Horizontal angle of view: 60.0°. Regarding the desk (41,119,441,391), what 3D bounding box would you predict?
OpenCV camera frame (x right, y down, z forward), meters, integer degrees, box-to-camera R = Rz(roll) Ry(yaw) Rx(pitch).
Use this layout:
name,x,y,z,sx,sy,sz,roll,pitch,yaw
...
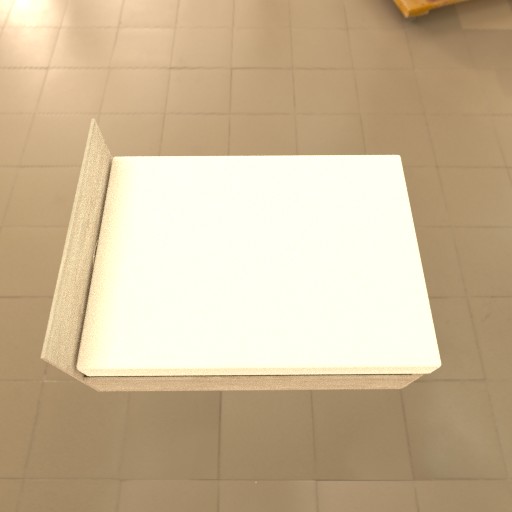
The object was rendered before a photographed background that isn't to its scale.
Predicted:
name,x,y,z,sx,sy,sz,roll,pitch,yaw
desk,0.000,0.000,2.620,1.900,0.800,1.400,0,63,0
